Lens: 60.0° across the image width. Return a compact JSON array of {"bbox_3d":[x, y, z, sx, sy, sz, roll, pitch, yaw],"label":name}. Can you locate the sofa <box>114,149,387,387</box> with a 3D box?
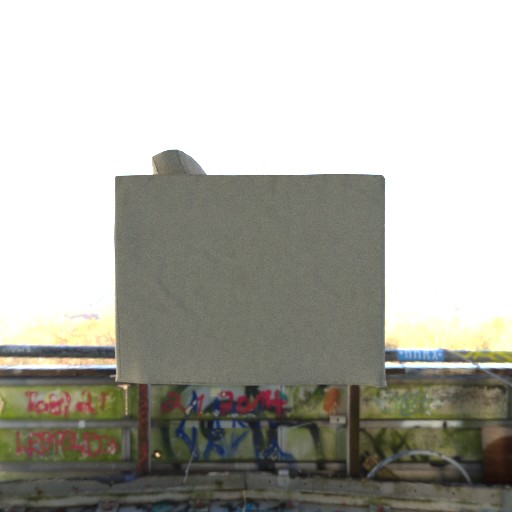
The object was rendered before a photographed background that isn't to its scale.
[{"bbox_3d":[0.000,0.000,2.445,0.962,0.835,1.959,0,1,1],"label":"sofa"}]
